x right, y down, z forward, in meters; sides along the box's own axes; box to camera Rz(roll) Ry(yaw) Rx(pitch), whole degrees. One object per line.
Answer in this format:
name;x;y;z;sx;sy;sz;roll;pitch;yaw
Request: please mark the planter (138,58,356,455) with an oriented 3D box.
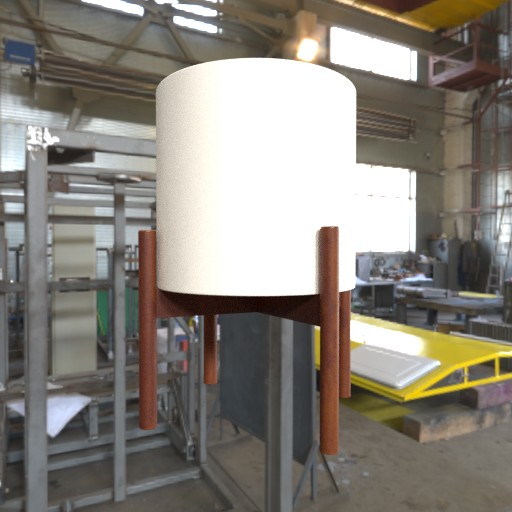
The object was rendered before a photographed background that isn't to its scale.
planter;0.000;0.000;0.954;0.417;0.670;0.417;0;1;17
